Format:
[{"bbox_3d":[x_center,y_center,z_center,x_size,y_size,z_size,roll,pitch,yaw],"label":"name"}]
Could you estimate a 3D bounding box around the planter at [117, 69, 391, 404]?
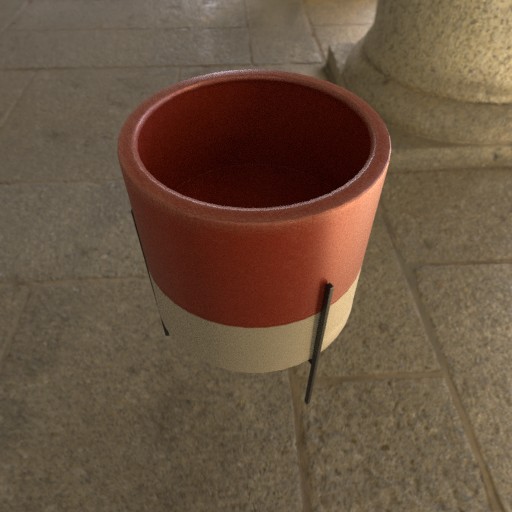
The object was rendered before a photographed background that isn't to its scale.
[{"bbox_3d":[0.000,0.000,0.729,0.345,0.465,0.354,-25,52,-21],"label":"planter"}]
